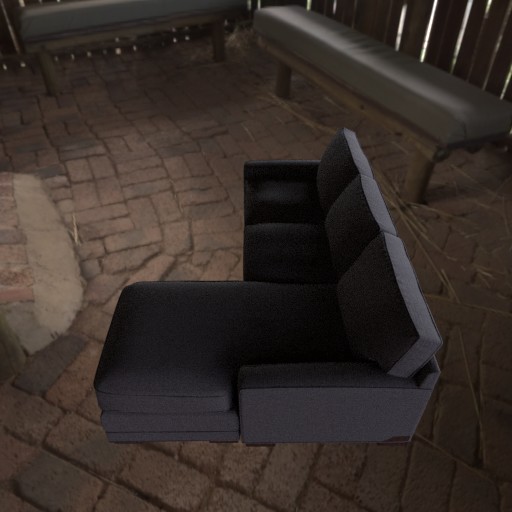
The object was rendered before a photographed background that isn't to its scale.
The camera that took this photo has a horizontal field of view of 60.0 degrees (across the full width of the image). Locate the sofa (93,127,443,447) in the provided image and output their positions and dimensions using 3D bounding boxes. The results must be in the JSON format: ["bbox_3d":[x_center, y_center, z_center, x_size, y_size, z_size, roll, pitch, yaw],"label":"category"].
[{"bbox_3d":[0.000,0.000,3.197,1.790,0.973,2.370,0,41,0],"label":"sofa"}]
